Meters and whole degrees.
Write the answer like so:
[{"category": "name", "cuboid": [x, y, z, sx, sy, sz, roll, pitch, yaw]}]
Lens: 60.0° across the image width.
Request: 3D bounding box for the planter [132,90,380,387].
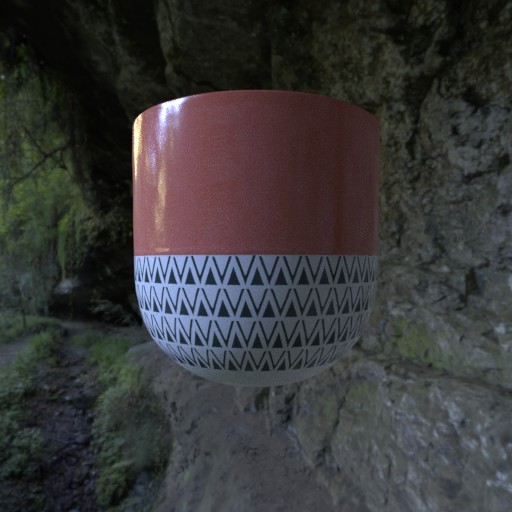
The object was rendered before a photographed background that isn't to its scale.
[{"category": "planter", "cuboid": [0.000, 0.000, 0.494, 0.266, 0.270, 0.266, 0, -1, 0]}]
